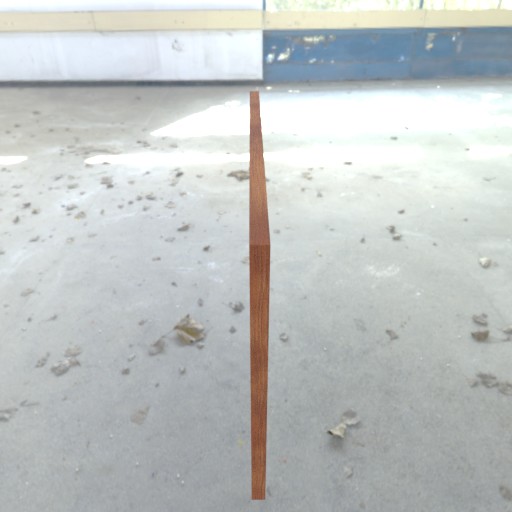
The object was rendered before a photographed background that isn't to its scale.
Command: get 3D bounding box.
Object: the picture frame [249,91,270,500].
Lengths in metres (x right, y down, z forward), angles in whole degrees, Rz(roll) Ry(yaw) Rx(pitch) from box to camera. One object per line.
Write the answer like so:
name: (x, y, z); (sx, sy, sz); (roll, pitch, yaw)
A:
picture frame: (0.000, 0.000, 1.183); (0.029, 0.640, 0.950); (0, 32, -1)
